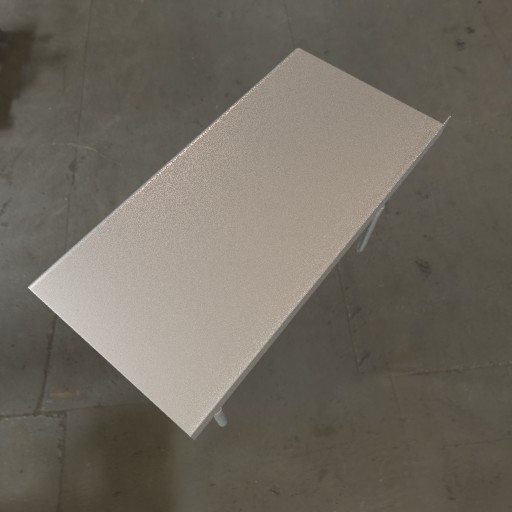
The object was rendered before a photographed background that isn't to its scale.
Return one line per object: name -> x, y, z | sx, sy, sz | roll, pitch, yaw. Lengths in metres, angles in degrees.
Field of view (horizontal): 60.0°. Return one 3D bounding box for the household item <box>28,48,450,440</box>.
household item -> 0.000, 0.000, 1.662 | 0.610, 0.851, 1.219 | 36, 68, 17
